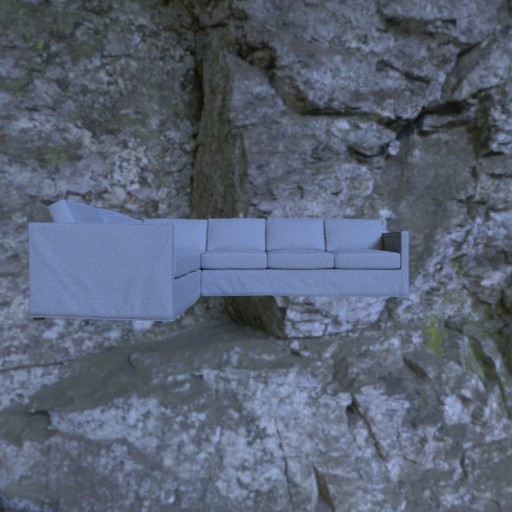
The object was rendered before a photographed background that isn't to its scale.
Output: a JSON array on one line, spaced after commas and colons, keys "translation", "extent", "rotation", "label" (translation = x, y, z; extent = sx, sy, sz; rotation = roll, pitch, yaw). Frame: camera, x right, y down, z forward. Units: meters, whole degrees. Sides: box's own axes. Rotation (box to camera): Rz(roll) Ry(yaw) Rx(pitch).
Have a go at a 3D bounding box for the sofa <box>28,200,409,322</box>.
[{"translation": [0.000, 0.000, 4.281], "extent": [3.182, 0.871, 2.432], "rotation": [0, 1, 0], "label": "sofa"}]
